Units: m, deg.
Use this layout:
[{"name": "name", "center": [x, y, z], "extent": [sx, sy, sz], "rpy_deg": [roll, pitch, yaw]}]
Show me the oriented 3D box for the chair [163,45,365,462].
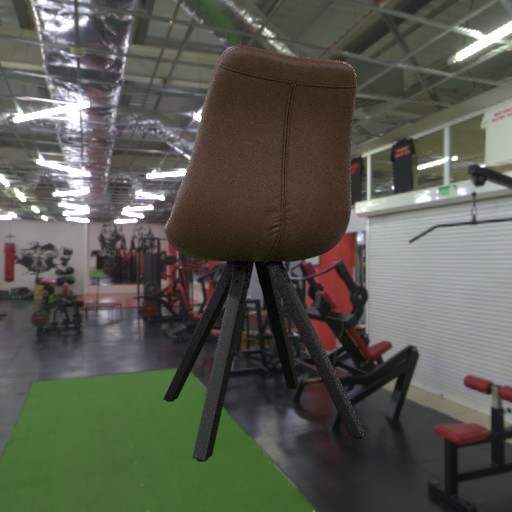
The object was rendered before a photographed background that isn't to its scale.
[{"name": "chair", "center": [0.000, 0.000, 1.175], "extent": [0.475, 0.850, 0.550], "rpy_deg": [0, -1, -18]}]
